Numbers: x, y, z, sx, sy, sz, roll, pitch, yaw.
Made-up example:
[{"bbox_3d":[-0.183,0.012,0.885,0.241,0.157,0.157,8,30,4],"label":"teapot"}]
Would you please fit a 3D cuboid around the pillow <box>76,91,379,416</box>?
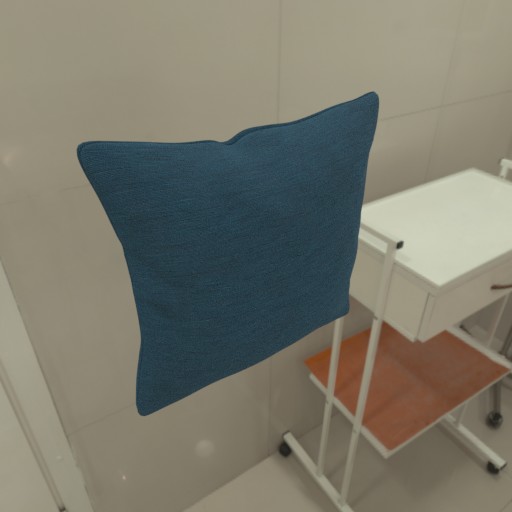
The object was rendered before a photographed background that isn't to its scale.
[{"bbox_3d":[0.000,0.000,0.659,0.437,0.420,0.177,-20,38,-28],"label":"pillow"}]
